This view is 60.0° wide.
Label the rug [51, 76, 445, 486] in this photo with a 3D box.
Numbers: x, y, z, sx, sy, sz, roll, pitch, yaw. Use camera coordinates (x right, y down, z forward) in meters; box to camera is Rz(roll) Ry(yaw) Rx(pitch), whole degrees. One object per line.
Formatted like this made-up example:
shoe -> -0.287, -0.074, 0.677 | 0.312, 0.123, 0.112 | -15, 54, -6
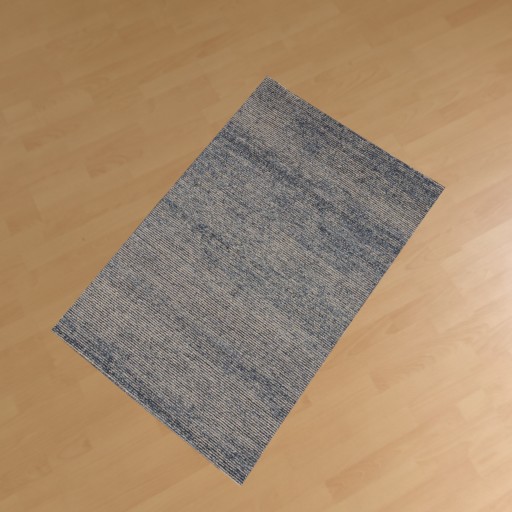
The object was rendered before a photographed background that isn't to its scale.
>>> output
rug -> 0.000, 0.000, 2.240 | 1.159, 0.025, 1.793 | 36, 78, 9
